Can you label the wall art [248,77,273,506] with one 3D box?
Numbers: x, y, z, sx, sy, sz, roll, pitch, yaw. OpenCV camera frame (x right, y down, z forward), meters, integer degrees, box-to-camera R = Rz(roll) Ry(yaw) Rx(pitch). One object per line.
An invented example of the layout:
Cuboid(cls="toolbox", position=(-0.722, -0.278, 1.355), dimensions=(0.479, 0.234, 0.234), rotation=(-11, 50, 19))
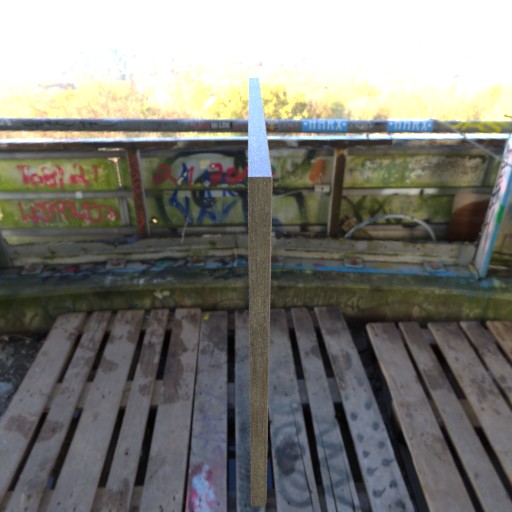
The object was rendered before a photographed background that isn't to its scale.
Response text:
Cuboid(cls="wall art", position=(0.000, 0.000, 0.907), dimensions=(0.026, 0.588, 0.690), rotation=(0, 30, -1))
